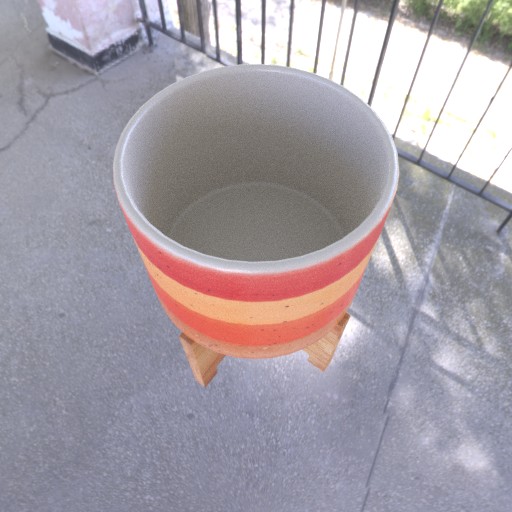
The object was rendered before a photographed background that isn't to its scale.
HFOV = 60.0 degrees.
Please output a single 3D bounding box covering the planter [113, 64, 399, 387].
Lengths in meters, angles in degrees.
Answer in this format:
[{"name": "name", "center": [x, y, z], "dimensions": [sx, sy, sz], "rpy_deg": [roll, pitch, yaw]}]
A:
[{"name": "planter", "center": [0.000, 0.000, 0.409], "dimensions": [0.199, 0.268, 0.199], "rpy_deg": [0, 58, 0]}]
